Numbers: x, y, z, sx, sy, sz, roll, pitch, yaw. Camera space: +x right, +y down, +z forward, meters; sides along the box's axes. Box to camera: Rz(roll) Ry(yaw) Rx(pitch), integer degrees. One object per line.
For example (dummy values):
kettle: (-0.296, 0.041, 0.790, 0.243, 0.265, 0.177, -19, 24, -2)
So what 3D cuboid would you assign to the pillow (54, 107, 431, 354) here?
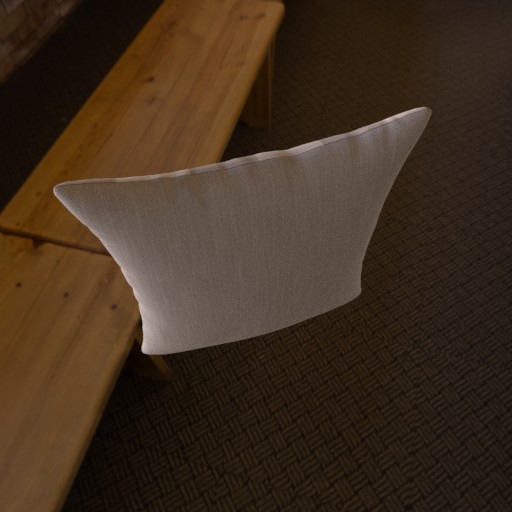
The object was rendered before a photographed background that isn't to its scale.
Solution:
pillow: (0.000, 0.000, 0.782, 0.511, 0.509, 0.161, -14, 57, -10)
